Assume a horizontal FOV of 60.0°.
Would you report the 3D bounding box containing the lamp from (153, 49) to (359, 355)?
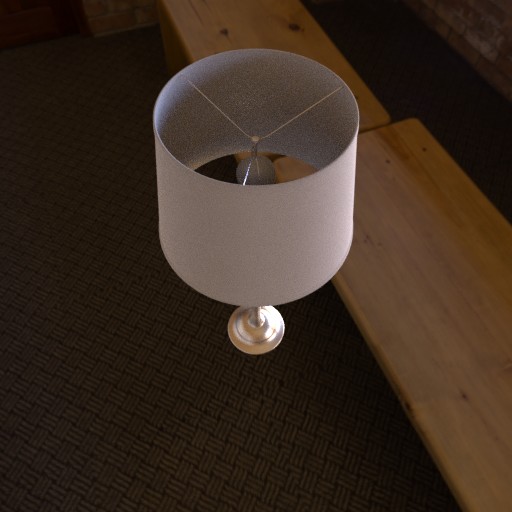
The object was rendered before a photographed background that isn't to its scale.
[{"bbox_3d":[0.000,0.000,0.860,0.331,0.698,0.331,0,58,0],"label":"lamp"}]
